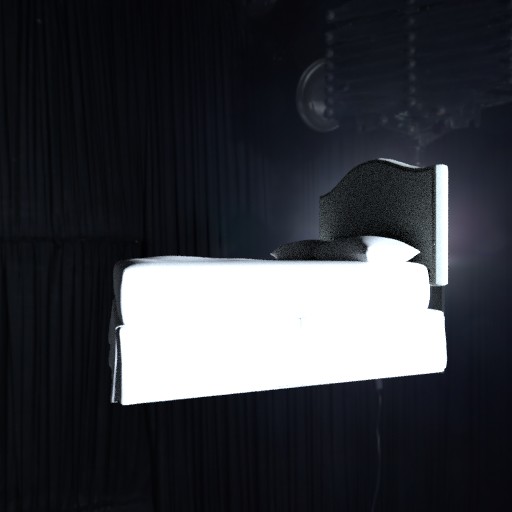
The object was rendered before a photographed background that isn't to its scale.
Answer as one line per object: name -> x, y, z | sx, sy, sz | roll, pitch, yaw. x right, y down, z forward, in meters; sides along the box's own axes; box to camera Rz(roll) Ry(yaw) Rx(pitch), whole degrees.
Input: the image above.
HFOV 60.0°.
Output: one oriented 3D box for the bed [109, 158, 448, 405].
bed -> 0.000, 0.000, 3.456 | 2.180, 1.607, 1.813 | 0, 0, -19
